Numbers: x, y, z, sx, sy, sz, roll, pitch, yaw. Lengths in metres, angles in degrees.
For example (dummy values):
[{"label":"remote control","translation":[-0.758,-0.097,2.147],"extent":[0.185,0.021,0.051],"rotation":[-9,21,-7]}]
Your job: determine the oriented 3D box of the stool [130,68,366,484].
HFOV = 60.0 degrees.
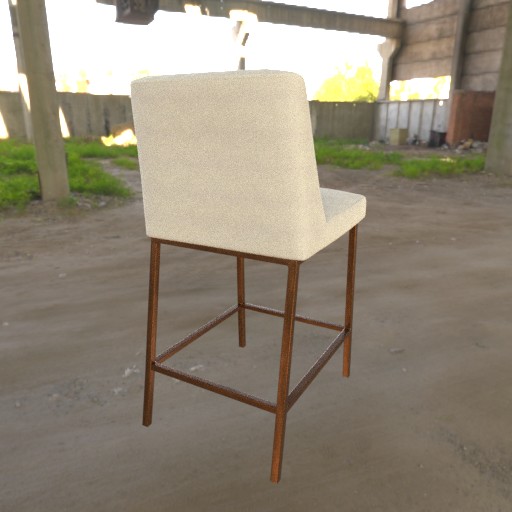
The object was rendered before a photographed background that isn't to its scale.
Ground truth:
[{"label":"stool","translation":[0.000,0.000,1.312],"extent":[0.507,0.973,0.576],"rotation":[10,20,28]}]
